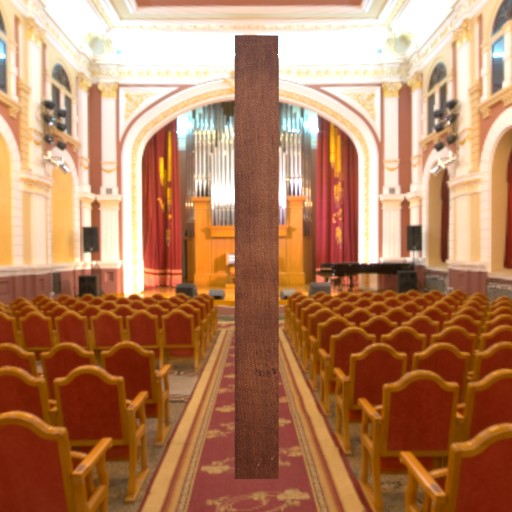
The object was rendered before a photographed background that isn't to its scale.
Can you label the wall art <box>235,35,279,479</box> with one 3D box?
[{"bbox_3d":[0.000,0.000,0.578,0.038,0.385,0.386,0,1,0],"label":"wall art"}]
